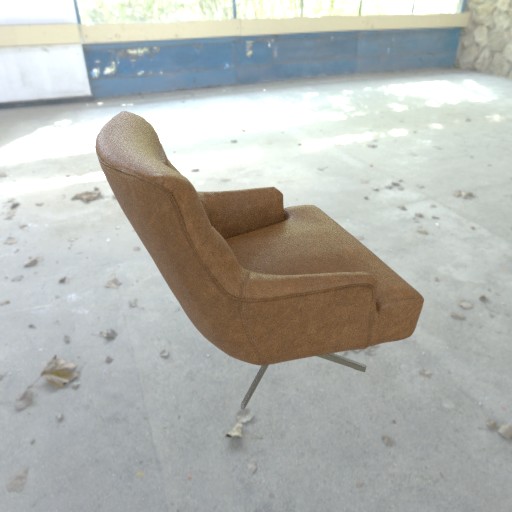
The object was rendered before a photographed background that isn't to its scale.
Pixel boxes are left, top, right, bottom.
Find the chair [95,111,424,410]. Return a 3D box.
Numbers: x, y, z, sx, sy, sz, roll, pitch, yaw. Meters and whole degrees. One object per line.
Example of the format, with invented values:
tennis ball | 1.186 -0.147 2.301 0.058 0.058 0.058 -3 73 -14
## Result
chair | 0.000 0.000 1.476 0.874 0.869 0.729 -11 33 -18
